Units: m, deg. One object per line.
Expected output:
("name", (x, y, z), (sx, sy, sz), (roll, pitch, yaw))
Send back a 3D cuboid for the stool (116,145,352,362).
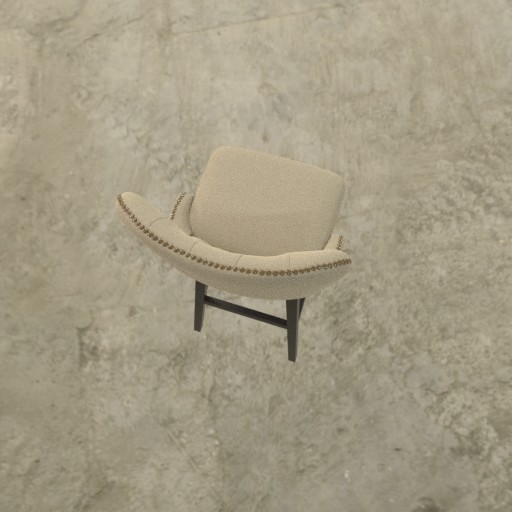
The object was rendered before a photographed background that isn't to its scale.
("stool", (0.000, 0.000, 1.450), (0.528, 1.066, 0.605), (16, 65, 8))
